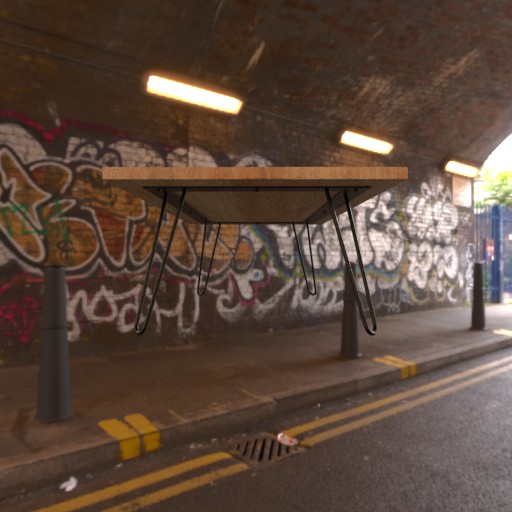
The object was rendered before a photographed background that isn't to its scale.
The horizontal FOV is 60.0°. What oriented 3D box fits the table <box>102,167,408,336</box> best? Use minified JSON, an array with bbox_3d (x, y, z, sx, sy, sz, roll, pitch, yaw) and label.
[{"bbox_3d":[0.000,0.000,1.686,0.699,0.400,1.348,0,0,0],"label":"table"}]
